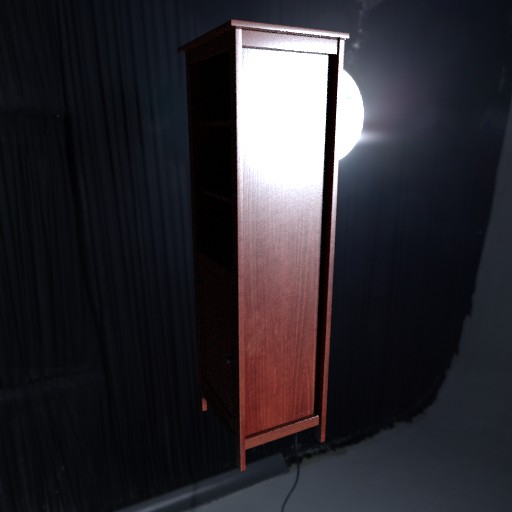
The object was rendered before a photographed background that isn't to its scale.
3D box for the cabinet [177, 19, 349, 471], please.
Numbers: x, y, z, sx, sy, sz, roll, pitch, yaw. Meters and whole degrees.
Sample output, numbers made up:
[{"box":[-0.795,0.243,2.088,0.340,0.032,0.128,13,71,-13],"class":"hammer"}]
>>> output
[{"box":[0.000,0.000,1.715,0.401,1.518,0.500,-8,18,-25],"class":"cabinet"}]
